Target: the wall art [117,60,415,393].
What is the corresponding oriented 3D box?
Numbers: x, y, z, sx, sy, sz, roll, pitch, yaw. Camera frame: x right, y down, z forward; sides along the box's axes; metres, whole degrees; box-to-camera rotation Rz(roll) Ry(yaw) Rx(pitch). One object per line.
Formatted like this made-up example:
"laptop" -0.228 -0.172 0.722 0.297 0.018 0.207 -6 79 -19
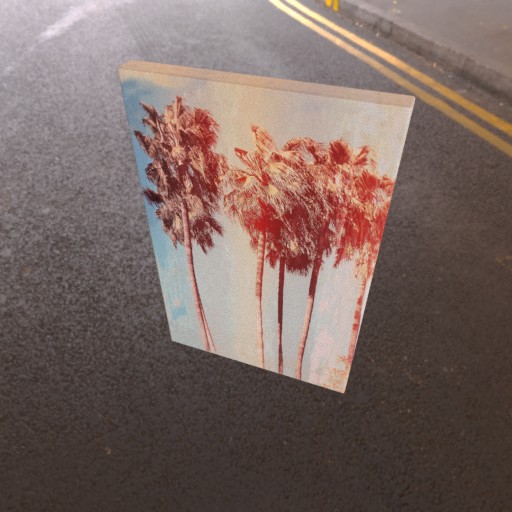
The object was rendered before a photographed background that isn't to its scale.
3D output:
"wall art" 0.000 0.000 0.779 0.401 0.610 0.038 13 43 15
